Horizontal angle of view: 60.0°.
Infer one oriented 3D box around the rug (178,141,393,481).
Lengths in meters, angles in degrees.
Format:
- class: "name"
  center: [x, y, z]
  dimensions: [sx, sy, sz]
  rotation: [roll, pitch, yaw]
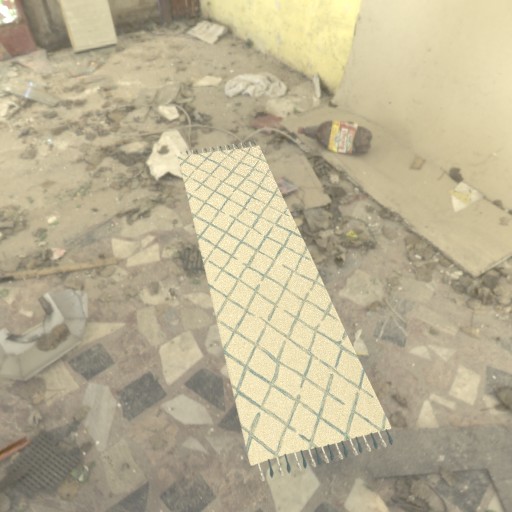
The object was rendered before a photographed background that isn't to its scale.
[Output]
- class: "rug"
  center: [0.000, 0.000, 2.579]
  dimensions: [0.620, 0.008, 2.372]
  rotation: [-11, 48, -10]
